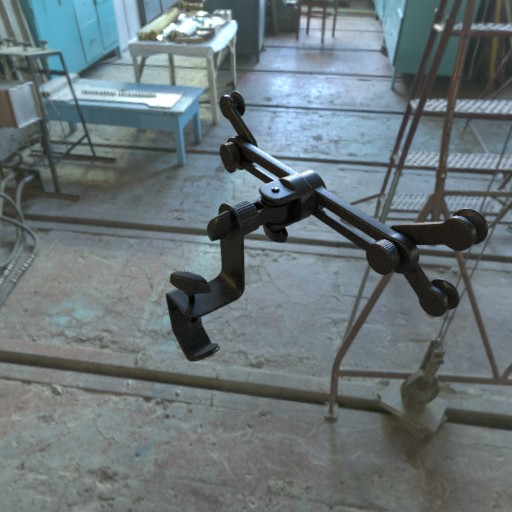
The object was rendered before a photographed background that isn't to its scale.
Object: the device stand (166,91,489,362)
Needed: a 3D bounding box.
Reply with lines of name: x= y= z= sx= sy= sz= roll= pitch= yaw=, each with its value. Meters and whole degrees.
device stand: x=0.000 y=0.000 z=0.359 sx=0.142 sy=0.166 sz=0.270 roll=-25 pitch=46 yaw=-27
